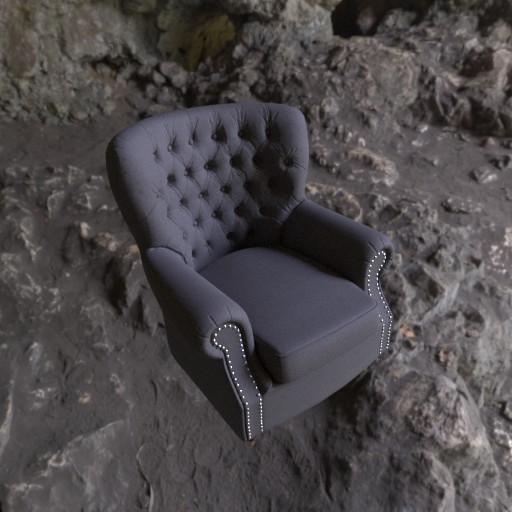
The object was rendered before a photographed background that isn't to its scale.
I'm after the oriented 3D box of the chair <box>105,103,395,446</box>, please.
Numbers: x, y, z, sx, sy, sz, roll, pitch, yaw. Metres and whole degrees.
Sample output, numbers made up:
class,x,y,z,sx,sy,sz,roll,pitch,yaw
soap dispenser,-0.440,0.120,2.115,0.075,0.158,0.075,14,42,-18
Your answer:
class,x,y,z,sx,sy,sz,roll,pitch,yaw
chair,0.000,0.000,1.832,0.983,1.046,0.983,-21,36,-32
